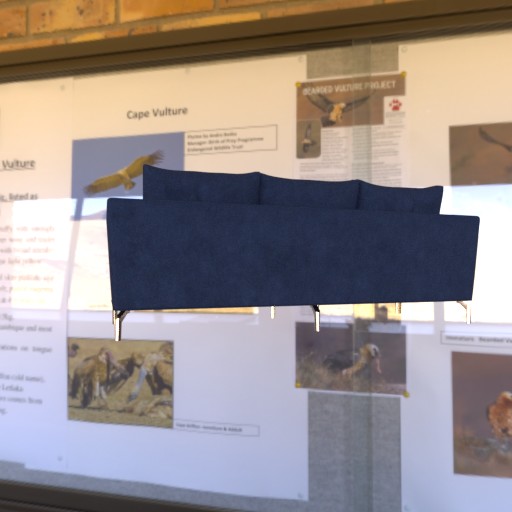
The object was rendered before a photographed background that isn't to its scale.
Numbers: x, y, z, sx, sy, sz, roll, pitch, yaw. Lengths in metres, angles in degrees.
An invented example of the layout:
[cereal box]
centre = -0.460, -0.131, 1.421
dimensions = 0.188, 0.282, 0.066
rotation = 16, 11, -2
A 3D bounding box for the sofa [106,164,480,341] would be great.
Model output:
[sofa]
centre = 0.000, 0.000, 3.836
dimensions = 2.463, 0.988, 2.472
rotation = 1, -2, -19
